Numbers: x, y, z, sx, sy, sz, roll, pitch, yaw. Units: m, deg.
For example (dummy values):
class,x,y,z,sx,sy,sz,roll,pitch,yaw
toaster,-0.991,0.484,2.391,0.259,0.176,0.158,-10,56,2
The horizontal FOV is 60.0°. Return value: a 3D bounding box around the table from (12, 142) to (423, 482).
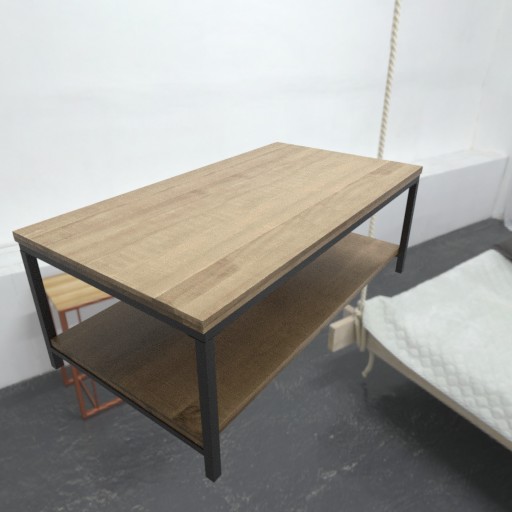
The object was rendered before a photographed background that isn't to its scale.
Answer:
class,x,y,z,sx,sy,sz,roll,pitch,yaw
table,0.000,0.000,1.310,0.574,0.393,1.062,19,33,32
